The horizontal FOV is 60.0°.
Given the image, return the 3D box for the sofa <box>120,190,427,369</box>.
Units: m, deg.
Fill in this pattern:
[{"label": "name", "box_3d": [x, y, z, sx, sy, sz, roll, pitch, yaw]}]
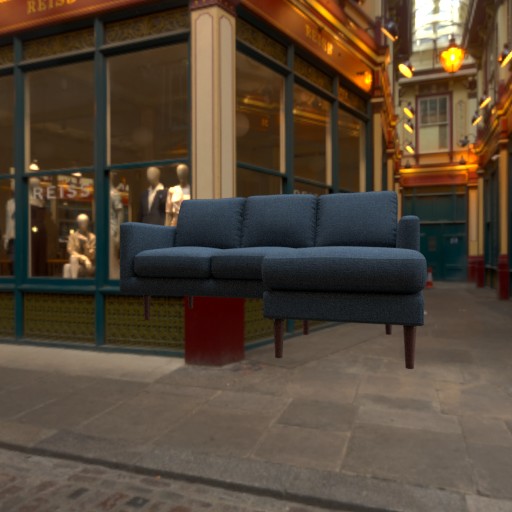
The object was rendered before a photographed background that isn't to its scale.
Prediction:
[{"label": "sofa", "box_3d": [0.000, 0.000, 2.936, 2.055, 0.957, 1.667, 0, 1, 19]}]
